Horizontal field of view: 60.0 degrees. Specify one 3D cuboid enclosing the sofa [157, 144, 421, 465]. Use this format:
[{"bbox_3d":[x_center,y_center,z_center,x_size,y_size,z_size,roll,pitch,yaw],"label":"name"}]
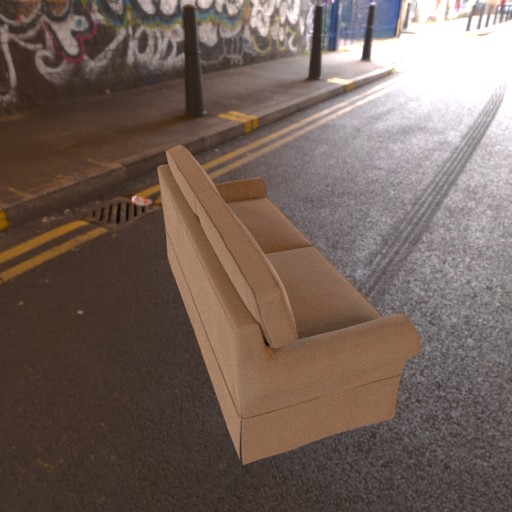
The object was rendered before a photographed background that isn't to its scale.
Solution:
[{"bbox_3d":[0.000,0.000,2.864,0.900,1.014,2.246,-10,31,-17],"label":"sofa"}]
